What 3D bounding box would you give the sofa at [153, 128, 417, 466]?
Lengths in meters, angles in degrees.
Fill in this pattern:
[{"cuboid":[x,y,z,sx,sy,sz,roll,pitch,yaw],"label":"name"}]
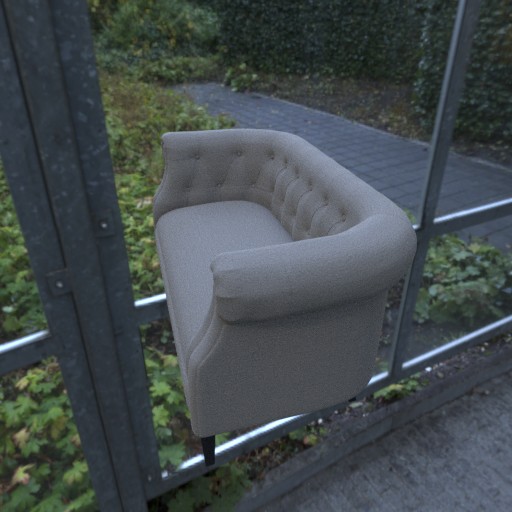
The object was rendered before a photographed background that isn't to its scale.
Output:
[{"cuboid":[0.000,0.000,2.013,0.835,0.827,1.558,-8,31,-14],"label":"sofa"}]
